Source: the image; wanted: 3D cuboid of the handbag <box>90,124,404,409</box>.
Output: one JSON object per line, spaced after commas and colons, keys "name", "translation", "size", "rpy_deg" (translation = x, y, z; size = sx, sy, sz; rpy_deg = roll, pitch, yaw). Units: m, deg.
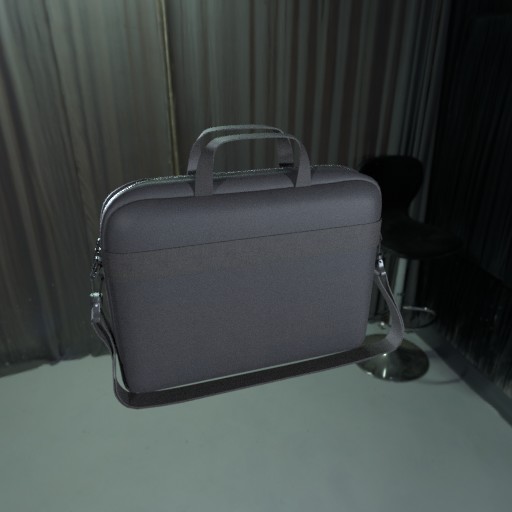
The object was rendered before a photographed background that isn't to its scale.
{"name": "handbag", "translation": [0.000, 0.000, 0.590], "size": [0.429, 0.330, 0.126], "rpy_deg": [-8, 26, -16]}
